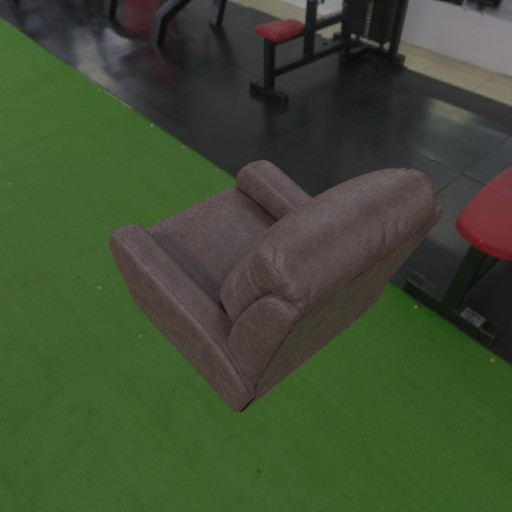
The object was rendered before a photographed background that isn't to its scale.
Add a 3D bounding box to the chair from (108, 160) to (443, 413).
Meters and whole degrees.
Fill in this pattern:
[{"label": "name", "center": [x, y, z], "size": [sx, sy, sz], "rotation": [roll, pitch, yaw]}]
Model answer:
[{"label": "chair", "center": [0.000, 0.000, 1.810], "size": [0.865, 1.067, 1.067], "rotation": [-32, 54, -27]}]
